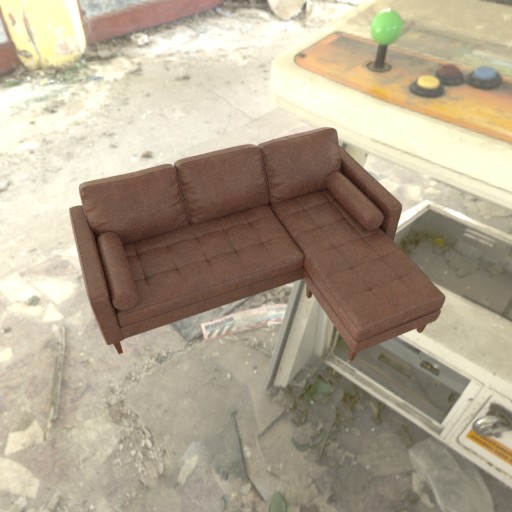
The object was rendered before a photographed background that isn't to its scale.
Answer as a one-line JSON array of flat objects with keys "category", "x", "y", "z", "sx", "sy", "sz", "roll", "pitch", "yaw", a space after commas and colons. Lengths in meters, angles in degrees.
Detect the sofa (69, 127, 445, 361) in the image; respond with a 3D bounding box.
[{"category": "sofa", "x": 0.000, "y": 0.000, "z": 2.994, "sx": 2.185, "sy": 0.841, "sz": 1.613, "roll": -17, "pitch": 48, "yaw": -16}]
